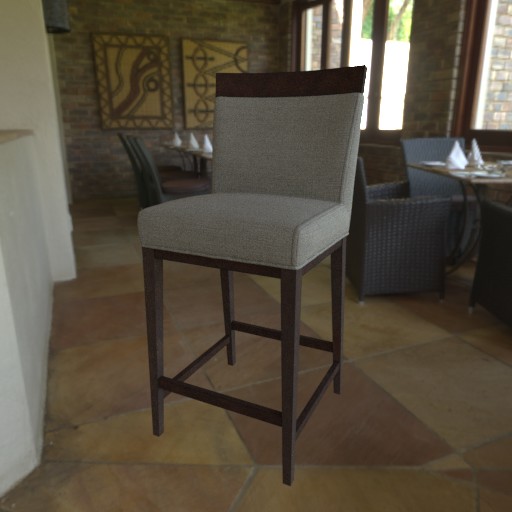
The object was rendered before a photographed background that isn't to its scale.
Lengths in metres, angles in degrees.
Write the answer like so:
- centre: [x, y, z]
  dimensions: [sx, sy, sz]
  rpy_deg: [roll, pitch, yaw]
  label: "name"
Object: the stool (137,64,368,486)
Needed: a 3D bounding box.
- centre: [0.000, 0.000, 1.377]
  dimensions: [0.511, 1.117, 0.531]
  rpy_deg: [8, 19, 25]
  label: "stool"
